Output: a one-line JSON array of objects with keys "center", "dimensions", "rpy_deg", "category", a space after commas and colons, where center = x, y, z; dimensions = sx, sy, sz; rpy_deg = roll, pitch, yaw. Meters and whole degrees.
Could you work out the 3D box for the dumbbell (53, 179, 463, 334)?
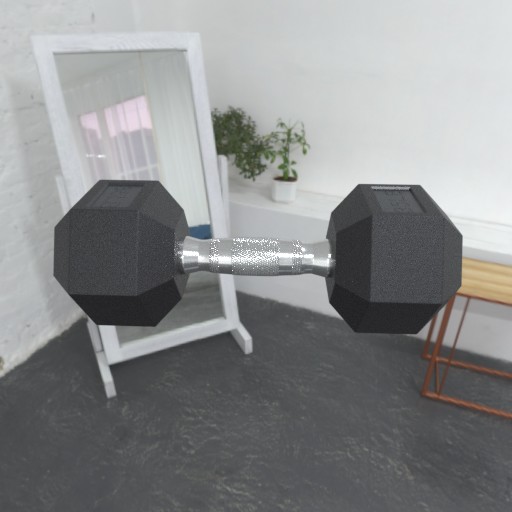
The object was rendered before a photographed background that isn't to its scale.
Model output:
[{"center": [0.000, 0.000, 0.423], "dimensions": [0.356, 0.123, 0.141], "rpy_deg": [1, 30, 2], "category": "dumbbell"}]
